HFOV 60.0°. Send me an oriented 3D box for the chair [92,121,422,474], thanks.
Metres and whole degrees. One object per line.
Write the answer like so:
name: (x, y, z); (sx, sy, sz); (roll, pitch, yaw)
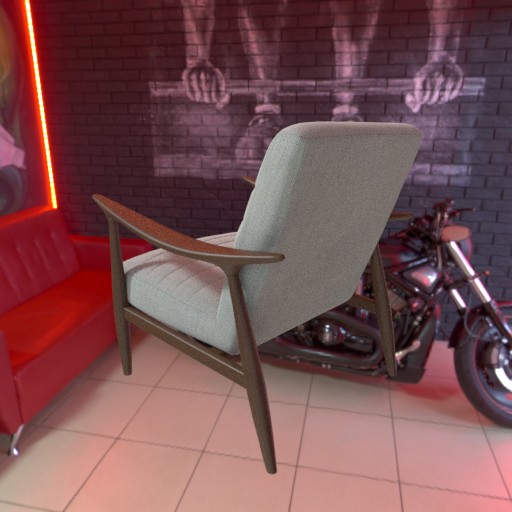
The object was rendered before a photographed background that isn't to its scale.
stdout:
chair: (0.000, 0.000, 1.426); (0.798, 0.832, 0.741); (16, 24, 42)
